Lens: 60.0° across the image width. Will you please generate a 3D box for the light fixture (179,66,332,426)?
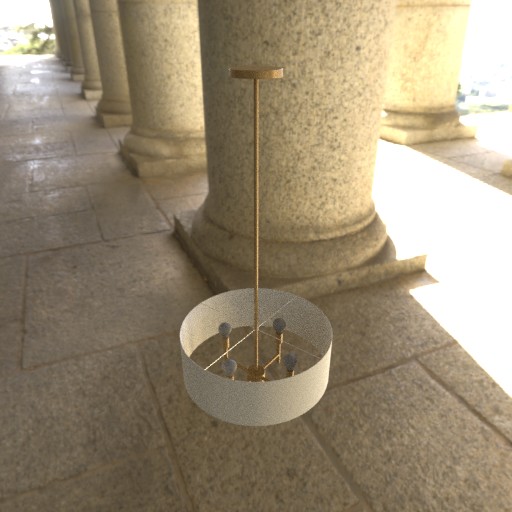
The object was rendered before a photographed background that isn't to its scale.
[{"bbox_3d":[0.000,0.000,1.362,0.508,1.067,0.508,0,28,0],"label":"light fixture"}]
